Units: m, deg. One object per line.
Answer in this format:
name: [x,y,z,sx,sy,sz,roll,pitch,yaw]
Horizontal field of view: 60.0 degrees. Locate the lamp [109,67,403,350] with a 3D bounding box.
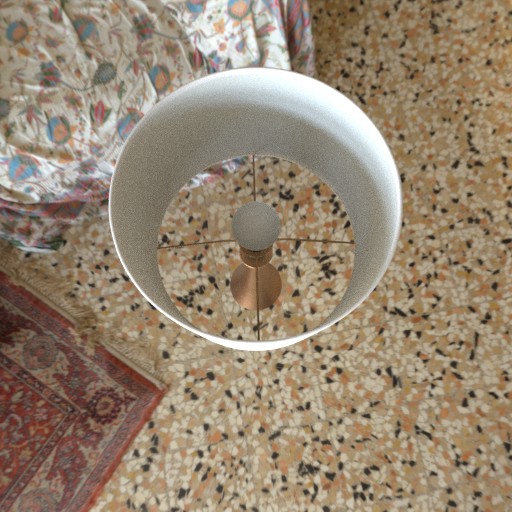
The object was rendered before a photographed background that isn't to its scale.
lamp: [0.000,0.000,0.635,0.268,0.479,0.268,-2,76,0]
